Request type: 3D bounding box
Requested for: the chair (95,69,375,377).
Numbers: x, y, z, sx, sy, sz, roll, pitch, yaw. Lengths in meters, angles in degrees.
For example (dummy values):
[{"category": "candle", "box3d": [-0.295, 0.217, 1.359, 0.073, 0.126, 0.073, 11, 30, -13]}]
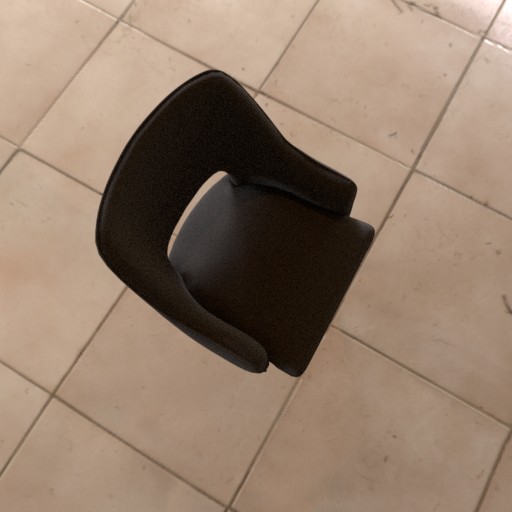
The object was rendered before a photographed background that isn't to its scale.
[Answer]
[{"category": "chair", "box3d": [0.000, 0.000, 1.215, 0.560, 0.838, 0.559, 28, 78, 7]}]
